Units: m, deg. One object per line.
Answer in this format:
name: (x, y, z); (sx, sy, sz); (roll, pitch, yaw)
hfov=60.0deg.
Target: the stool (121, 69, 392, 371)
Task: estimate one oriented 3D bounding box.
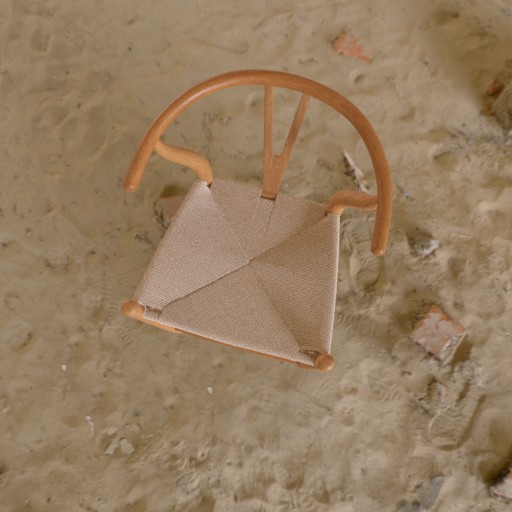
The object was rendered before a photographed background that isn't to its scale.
stool: (0.000, 0.000, 1.348); (0.569, 0.970, 0.579); (15, 75, 4)
